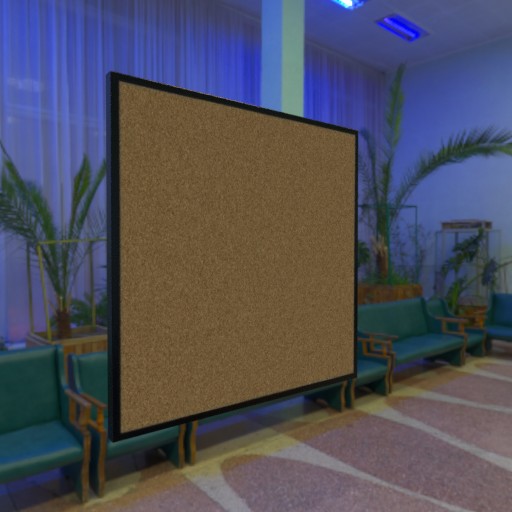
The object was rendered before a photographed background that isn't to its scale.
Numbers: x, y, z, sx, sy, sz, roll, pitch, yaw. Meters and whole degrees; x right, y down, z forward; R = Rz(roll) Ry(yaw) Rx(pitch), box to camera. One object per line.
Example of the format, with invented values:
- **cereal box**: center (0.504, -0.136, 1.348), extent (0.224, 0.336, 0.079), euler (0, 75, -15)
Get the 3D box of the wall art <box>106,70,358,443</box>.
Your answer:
- **wall art**: center (0.000, 0.000, 0.526), extent (0.349, 0.349, 0.014), euler (-1, 1, -37)
